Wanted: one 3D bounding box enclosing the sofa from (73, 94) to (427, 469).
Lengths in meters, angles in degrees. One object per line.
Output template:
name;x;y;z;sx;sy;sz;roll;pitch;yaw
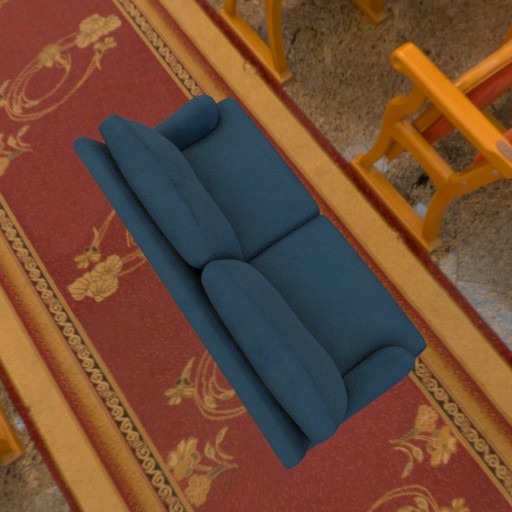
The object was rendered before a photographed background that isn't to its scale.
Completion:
sofa;0.000;0.000;2.758;1.084;1.101;2.141;-34;78;-9
